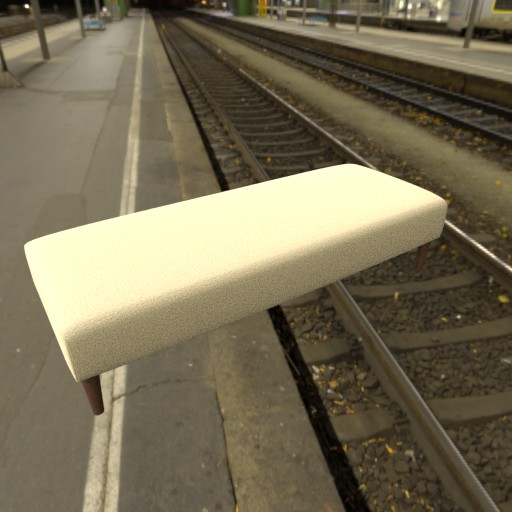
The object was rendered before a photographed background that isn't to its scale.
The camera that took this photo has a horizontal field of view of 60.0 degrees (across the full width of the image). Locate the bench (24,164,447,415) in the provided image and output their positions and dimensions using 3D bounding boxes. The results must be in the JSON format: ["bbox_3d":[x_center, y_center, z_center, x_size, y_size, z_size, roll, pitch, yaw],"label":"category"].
[{"bbox_3d":[0.000,0.000,1.828,1.609,0.393,0.646,-18,35,-28],"label":"bench"}]
